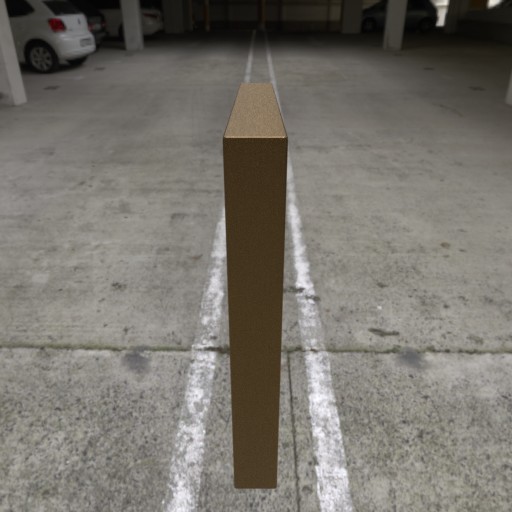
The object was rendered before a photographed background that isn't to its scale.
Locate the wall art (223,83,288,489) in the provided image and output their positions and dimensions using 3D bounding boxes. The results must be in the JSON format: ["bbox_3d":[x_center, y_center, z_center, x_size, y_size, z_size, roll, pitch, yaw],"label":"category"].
[{"bbox_3d":[0.000,0.000,0.456,0.037,0.305,0.305,0,27,0],"label":"wall art"}]
